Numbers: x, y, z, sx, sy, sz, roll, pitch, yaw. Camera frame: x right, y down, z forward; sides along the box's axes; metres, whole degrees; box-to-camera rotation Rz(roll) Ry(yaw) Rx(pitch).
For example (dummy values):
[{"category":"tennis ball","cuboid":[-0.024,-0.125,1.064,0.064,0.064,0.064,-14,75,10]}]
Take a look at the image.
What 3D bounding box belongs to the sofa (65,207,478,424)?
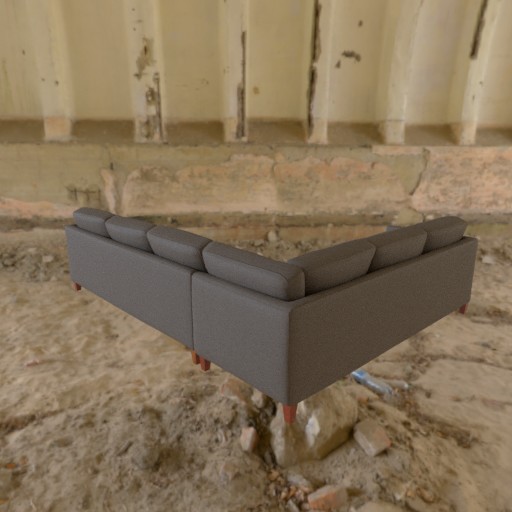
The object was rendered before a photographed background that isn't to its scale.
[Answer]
[{"category":"sofa","cuboid":[0.000,0.000,4.431,2.593,0.947,3.302,-14,20,-41]}]
